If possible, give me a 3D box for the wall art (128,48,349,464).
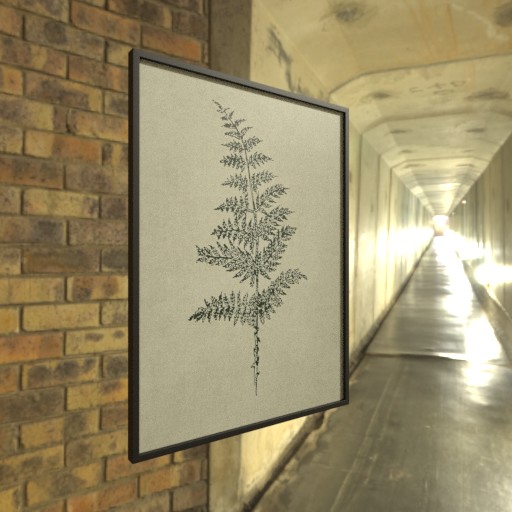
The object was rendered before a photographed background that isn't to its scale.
[{"bbox_3d":[0.000,0.000,1.385,0.802,1.070,0.036,0,0,-36],"label":"wall art"}]
